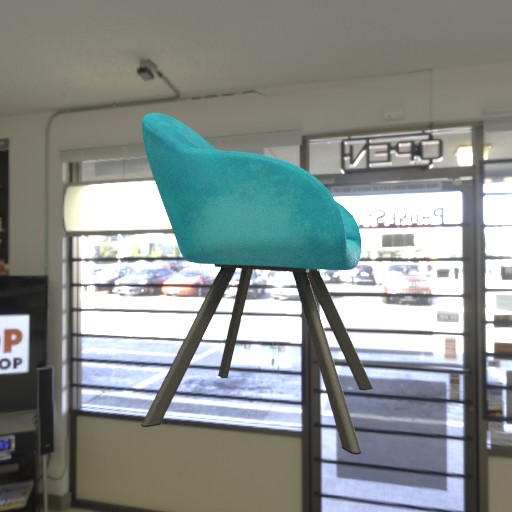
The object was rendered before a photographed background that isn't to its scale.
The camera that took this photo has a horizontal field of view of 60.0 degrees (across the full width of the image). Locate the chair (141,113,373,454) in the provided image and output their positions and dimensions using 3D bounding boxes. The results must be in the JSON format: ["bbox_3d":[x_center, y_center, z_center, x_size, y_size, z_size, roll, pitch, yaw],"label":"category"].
[{"bbox_3d":[0.000,0.000,1.204,0.590,0.795,0.550,0,-1,18],"label":"chair"}]
